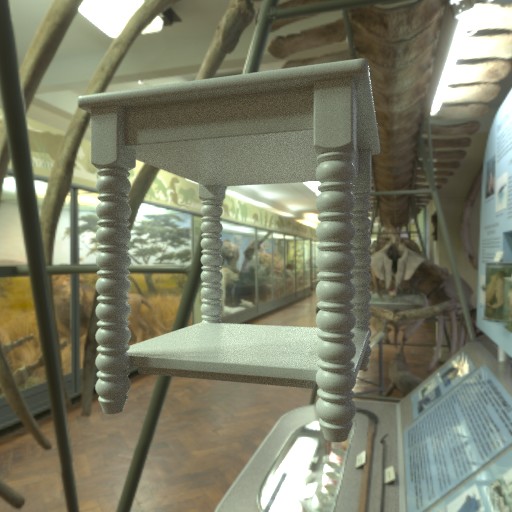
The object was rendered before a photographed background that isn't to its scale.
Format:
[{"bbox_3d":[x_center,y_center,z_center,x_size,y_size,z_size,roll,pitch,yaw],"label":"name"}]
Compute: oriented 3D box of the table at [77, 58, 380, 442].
[{"bbox_3d":[0.000,0.000,0.956,0.500,0.563,0.533,0,0,18],"label":"table"}]
